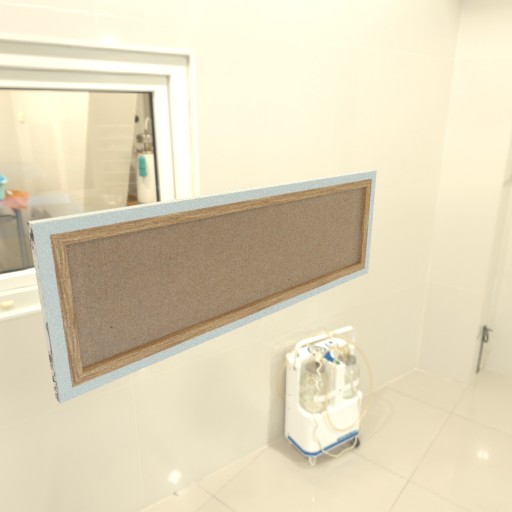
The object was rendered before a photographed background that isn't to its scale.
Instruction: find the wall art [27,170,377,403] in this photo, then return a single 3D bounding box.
[{"bbox_3d":[0.000,0.000,1.652,1.520,0.507,0.039,-16,24,-41],"label":"wall art"}]
